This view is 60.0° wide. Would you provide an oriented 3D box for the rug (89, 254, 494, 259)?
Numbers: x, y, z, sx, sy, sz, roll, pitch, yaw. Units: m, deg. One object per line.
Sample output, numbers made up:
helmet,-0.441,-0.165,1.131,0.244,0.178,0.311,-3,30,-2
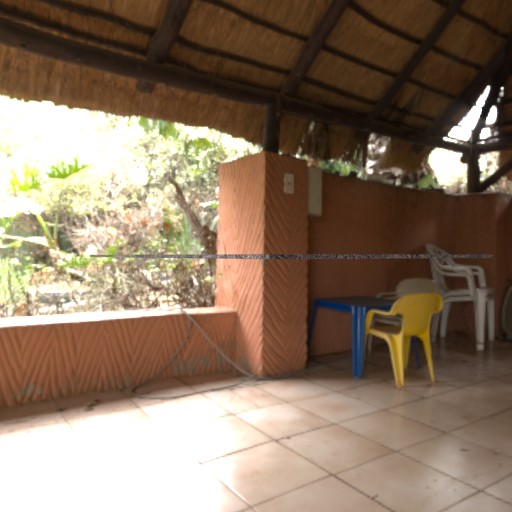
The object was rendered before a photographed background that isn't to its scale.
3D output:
rug,0.000,0.000,2.877,1.501,0.017,2.298,0,0,-35
